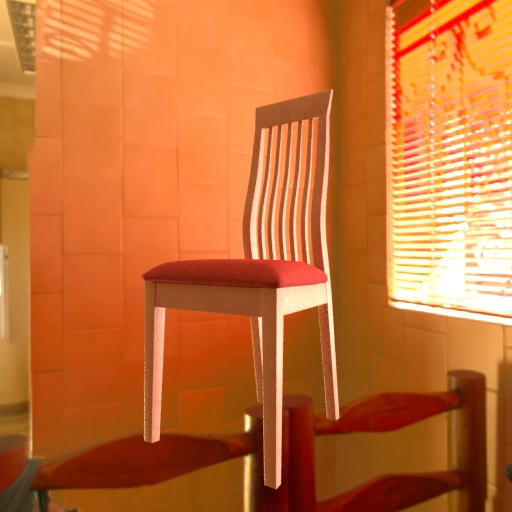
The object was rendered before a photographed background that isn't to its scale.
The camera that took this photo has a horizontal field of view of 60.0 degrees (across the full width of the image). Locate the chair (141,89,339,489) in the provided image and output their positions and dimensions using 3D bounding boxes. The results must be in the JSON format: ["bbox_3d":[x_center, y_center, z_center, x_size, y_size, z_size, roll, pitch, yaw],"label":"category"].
[{"bbox_3d":[0.000,0.000,1.287,0.460,1.027,0.474,0,0,36],"label":"chair"}]
